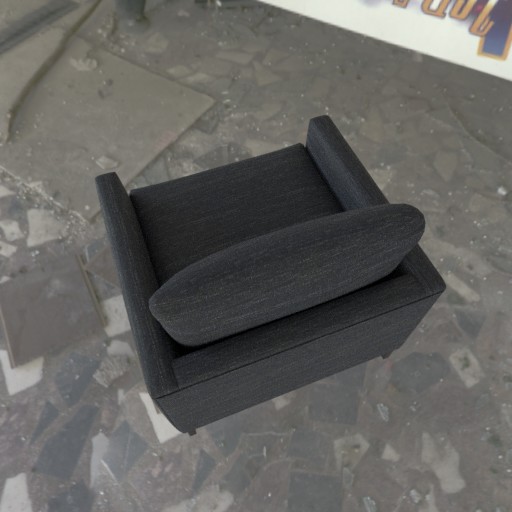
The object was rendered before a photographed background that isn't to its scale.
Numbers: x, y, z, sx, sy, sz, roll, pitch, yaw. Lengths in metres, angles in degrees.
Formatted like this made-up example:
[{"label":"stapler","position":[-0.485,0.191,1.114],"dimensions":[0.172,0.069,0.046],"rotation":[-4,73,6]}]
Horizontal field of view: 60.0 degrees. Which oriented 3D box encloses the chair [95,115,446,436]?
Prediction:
[{"label":"chair","position":[0.000,0.000,1.634],"dimensions":[0.963,0.861,0.866],"rotation":[-18,59,-11]}]
